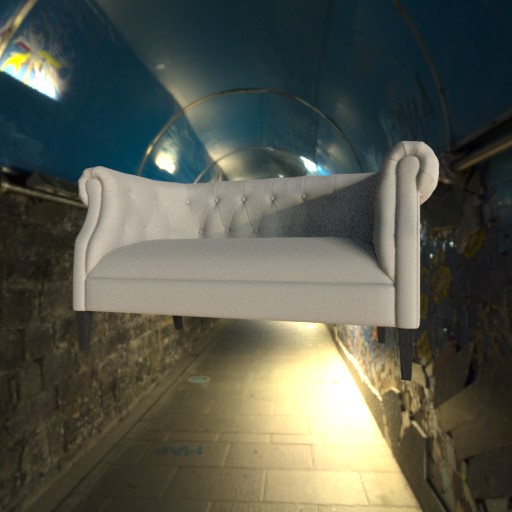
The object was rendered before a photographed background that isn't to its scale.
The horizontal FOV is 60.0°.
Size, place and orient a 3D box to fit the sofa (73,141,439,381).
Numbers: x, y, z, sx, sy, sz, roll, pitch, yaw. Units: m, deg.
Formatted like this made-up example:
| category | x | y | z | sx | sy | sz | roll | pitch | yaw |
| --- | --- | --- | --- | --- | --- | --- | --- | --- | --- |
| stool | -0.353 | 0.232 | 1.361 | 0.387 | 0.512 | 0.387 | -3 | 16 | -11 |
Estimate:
| category | x | y | z | sx | sy | sz | roll | pitch | yaw |
| --- | --- | --- | --- | --- | --- | --- | --- | --- | --- |
| sofa | 0.000 | 0.000 | 2.063 | 1.558 | 0.827 | 0.835 | 0 | 0 | 20 |
